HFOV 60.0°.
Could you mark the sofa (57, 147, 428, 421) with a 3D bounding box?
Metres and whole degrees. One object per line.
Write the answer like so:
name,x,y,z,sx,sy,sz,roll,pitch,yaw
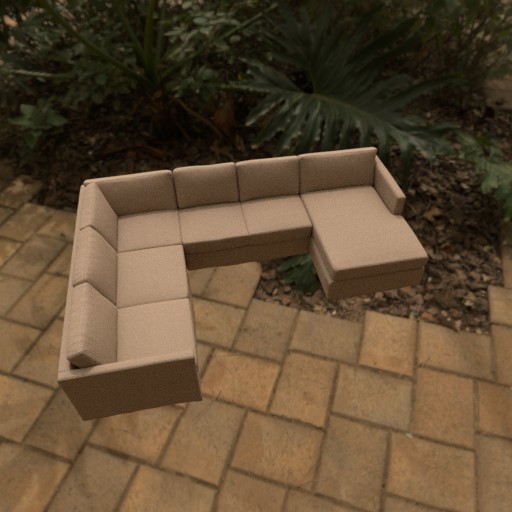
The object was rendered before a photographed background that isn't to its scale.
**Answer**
sofa,0.000,0.000,4.466,3.460,0.882,2.427,-8,46,-8
